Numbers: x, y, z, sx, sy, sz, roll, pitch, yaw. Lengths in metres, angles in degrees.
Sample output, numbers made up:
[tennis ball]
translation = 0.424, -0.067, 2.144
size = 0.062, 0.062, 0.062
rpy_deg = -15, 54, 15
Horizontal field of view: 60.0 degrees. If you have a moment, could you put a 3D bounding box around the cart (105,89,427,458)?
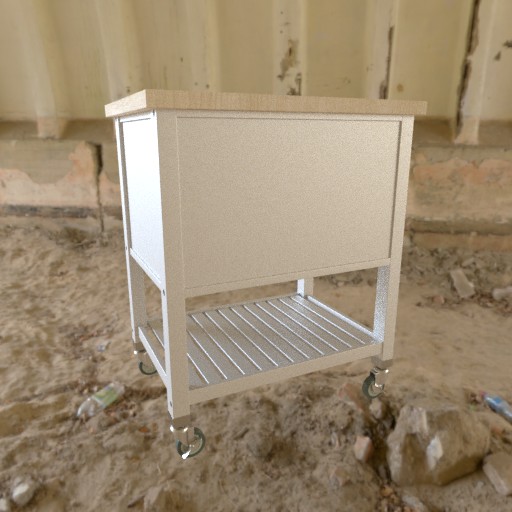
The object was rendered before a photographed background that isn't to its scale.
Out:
[cart]
translation = 0.000, 0.000, 1.403
size = 0.762, 0.914, 0.559
rpy_deg = -7, 17, -25
